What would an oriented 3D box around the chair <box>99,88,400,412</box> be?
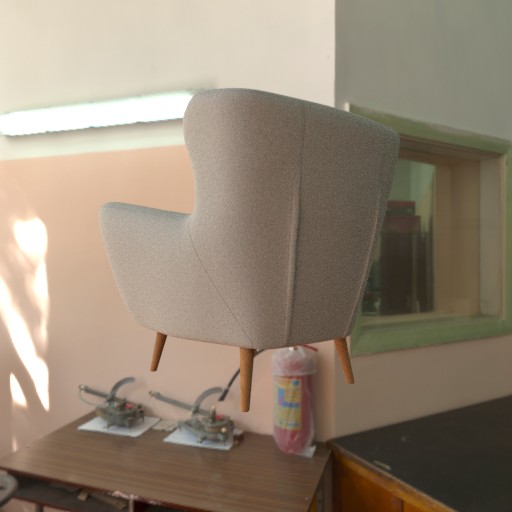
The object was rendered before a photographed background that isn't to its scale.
[{"bbox_3d":[0.000,0.000,1.606,0.890,0.889,0.889,0,0,-38],"label":"chair"}]
